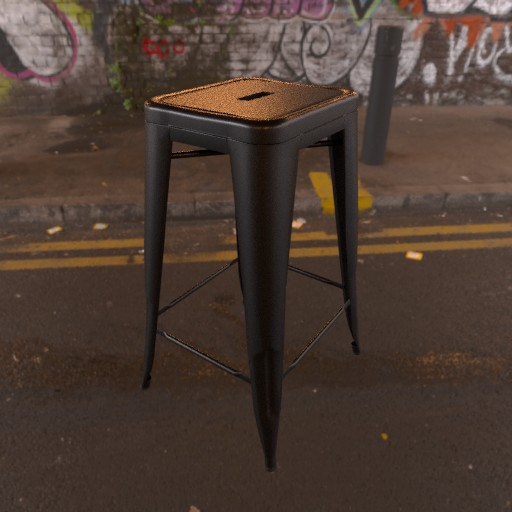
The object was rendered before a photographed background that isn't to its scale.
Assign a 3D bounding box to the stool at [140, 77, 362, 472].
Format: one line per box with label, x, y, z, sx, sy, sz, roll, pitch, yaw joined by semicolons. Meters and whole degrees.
stool;0.000;0.000;0.873;0.359;0.609;0.399;20;36;30
